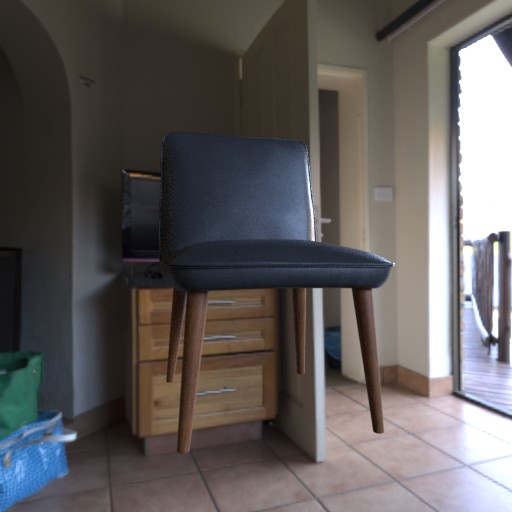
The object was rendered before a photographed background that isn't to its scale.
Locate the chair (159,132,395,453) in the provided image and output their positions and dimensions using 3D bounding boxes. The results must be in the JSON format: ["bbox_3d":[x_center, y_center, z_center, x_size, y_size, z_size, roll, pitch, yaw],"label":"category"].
[{"bbox_3d":[0.000,0.000,1.211,0.543,0.801,0.645,0,0,-18],"label":"chair"}]
